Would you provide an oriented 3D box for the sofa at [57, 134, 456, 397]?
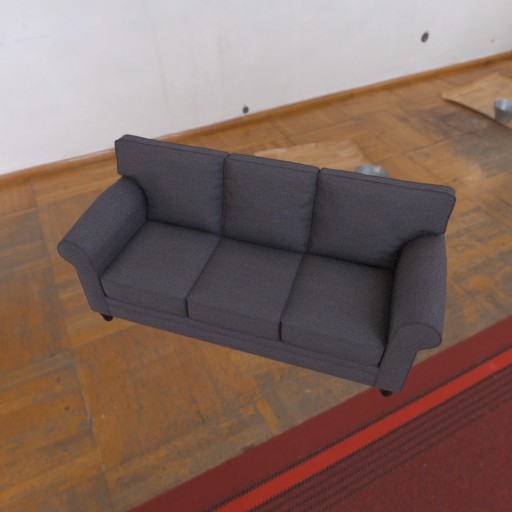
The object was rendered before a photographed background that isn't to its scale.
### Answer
[{"bbox_3d":[0.000,0.000,2.647,2.084,0.966,0.909,12,44,13],"label":"sofa"}]
